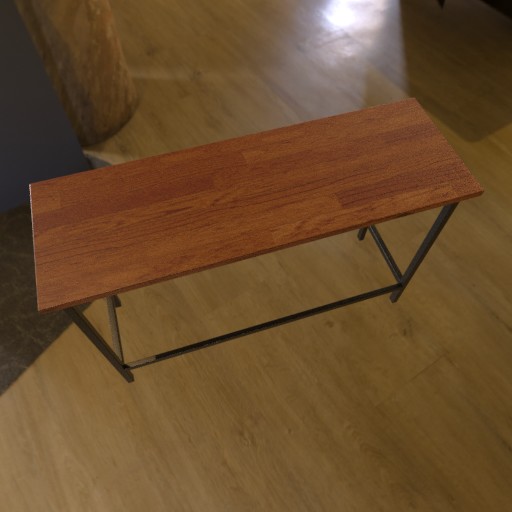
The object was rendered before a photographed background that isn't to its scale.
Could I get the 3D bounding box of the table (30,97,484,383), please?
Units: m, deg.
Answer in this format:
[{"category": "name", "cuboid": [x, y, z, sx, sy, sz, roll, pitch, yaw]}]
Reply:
[{"category": "table", "cuboid": [0.000, 0.000, 1.552, 1.204, 0.740, 0.408, -15, 60, -9]}]
